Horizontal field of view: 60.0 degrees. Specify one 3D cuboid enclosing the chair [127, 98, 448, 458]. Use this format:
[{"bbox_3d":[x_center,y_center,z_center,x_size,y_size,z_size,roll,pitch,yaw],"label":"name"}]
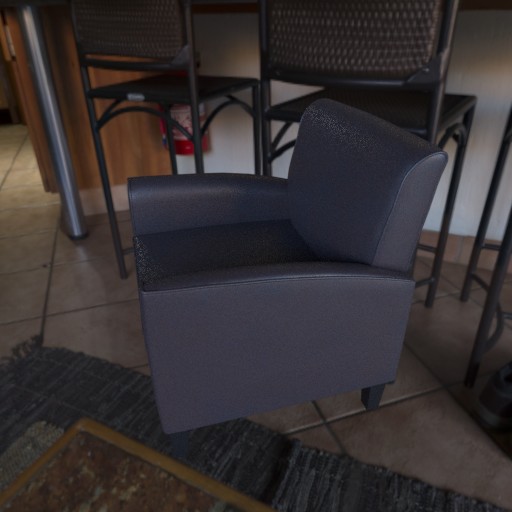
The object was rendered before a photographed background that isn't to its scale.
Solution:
[{"bbox_3d":[0.000,0.000,1.547,0.819,0.916,0.820,-8,31,-14],"label":"chair"}]
